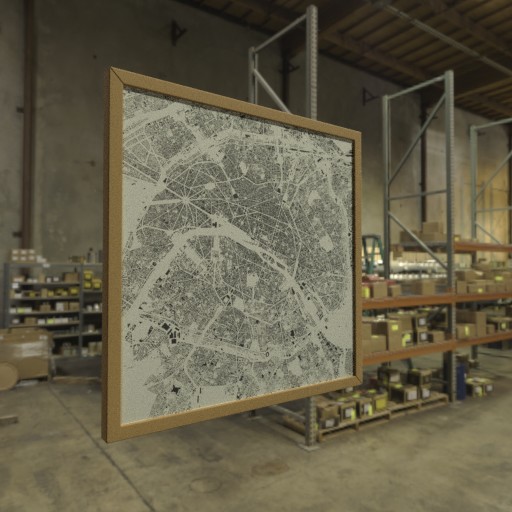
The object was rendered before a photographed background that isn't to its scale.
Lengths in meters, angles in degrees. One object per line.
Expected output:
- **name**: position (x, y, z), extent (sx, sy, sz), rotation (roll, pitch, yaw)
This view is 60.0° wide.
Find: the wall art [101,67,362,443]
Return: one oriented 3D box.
- **wall art**: position (0.000, 0.000, 1.131), extent (0.761, 0.761, 0.037), rotation (1, -2, -36)
